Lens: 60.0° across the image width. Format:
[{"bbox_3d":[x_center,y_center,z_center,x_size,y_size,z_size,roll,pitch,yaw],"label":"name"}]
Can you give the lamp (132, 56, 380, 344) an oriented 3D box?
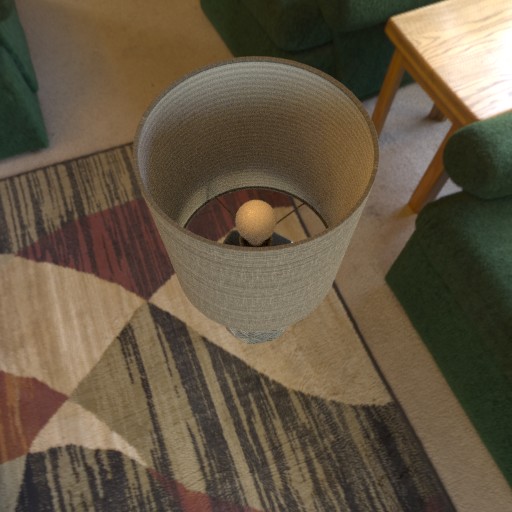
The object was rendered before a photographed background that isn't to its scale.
[{"bbox_3d":[0.000,0.000,0.739,0.269,0.566,0.268,-37,69,-17],"label":"lamp"}]
